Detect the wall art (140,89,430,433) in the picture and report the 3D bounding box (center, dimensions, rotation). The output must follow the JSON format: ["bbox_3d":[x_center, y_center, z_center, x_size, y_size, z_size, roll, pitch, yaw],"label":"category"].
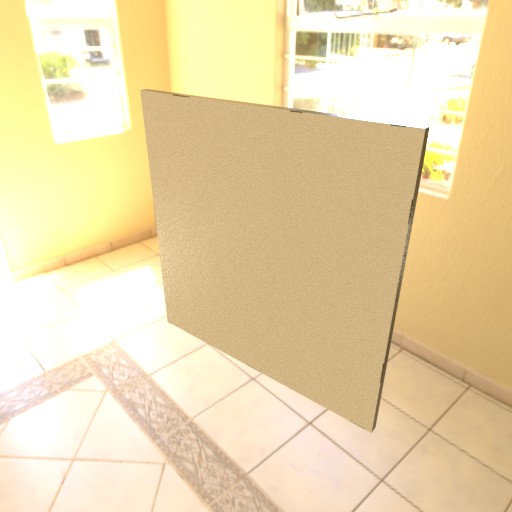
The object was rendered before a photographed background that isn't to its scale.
[{"bbox_3d":[0.000,0.000,0.678,0.446,0.445,0.014,20,34,33],"label":"wall art"}]
